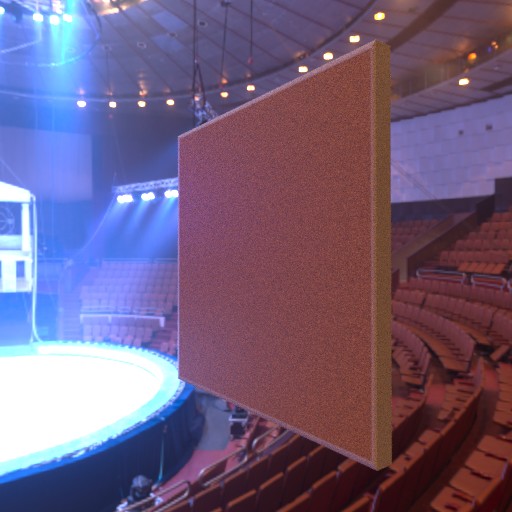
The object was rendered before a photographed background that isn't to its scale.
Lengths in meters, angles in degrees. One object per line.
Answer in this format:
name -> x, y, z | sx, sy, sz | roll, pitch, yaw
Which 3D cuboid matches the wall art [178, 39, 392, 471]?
wall art -> 0.000, 0.000, 1.104 | 0.041, 0.765, 0.768 | 0, -1, -37
